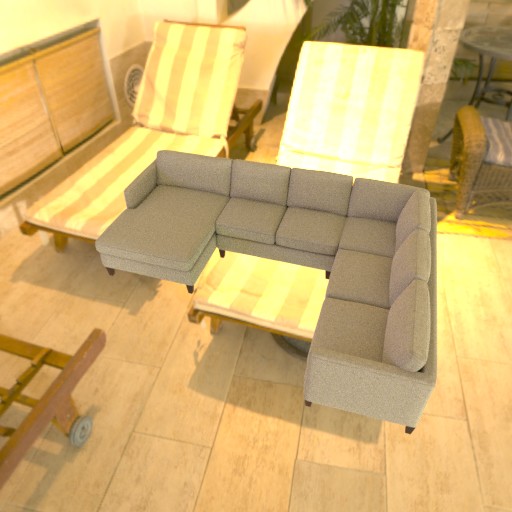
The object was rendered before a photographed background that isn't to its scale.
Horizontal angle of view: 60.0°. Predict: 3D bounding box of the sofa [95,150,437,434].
[{"bbox_3d":[0.000,0.000,4.571,3.460,0.959,2.593,11,41,13],"label":"sofa"}]
